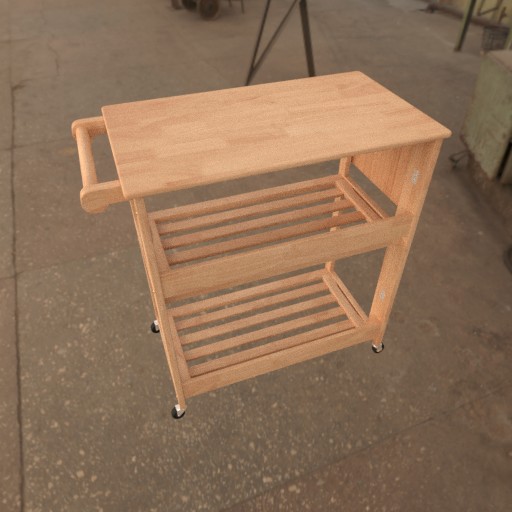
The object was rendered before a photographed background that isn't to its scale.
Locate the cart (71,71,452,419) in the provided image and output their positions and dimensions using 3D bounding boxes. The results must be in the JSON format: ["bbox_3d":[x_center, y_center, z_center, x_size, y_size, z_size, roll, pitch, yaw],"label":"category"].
[{"bbox_3d":[0.000,0.000,1.363,0.853,0.879,0.432,-14,43,-15],"label":"cart"}]
